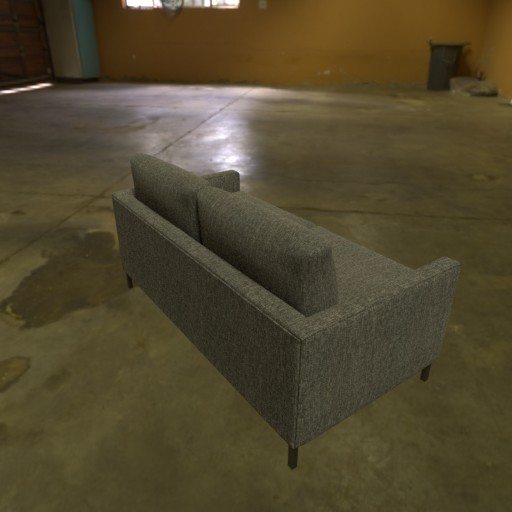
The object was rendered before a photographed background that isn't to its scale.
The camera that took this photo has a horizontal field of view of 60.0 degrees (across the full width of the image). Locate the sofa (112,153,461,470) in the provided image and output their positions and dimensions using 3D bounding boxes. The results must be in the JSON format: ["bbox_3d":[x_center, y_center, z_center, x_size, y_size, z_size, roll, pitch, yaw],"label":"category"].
[{"bbox_3d":[0.000,0.000,2.254,0.866,0.862,1.716,-18,32,-31],"label":"sofa"}]
